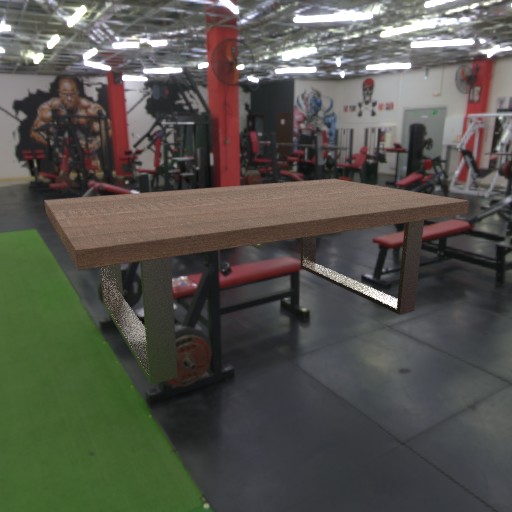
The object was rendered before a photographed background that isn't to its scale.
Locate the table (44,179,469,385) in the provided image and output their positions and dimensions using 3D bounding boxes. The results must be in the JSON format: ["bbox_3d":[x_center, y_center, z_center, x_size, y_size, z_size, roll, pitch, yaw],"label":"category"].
[{"bbox_3d":[0.000,0.000,1.744,1.400,0.440,0.800,-9,19,-28],"label":"table"}]
